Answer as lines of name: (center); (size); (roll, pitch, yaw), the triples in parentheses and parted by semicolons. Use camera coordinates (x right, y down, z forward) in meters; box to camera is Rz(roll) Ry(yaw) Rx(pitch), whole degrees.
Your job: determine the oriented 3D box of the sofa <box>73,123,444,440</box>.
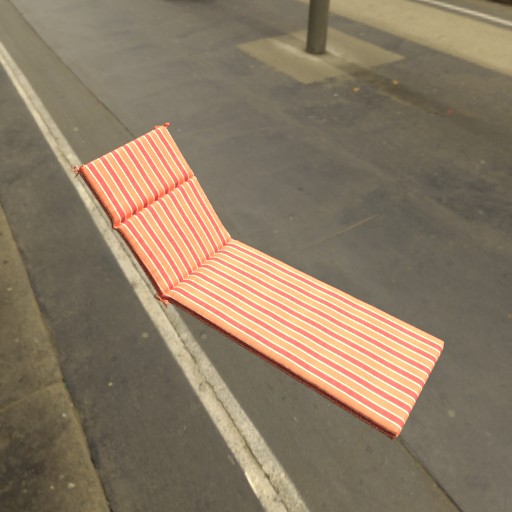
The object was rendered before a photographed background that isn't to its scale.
sofa: (0.000, 0.000, 1.963); (1.663, 0.622, 0.582); (26, 49, 26)
